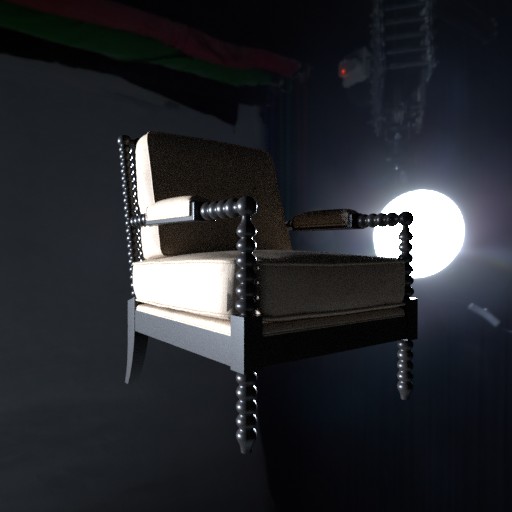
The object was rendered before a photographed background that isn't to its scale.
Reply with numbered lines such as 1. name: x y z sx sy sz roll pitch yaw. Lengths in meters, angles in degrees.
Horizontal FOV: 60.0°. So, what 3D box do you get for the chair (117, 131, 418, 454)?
1. chair: 0.000 0.000 1.181 0.555 0.703 0.657 0 1 -37
